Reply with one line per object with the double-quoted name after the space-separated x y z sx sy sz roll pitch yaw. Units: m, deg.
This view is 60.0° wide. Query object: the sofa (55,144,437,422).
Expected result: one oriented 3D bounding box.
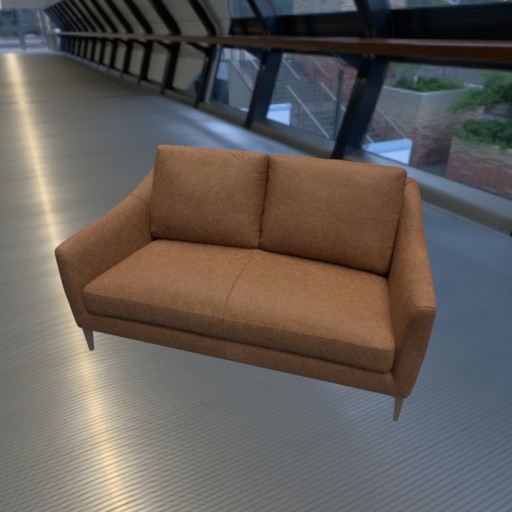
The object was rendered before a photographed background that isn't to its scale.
0.000 0.000 2.211 1.619 0.902 0.960 8 29 15 "sofa"
